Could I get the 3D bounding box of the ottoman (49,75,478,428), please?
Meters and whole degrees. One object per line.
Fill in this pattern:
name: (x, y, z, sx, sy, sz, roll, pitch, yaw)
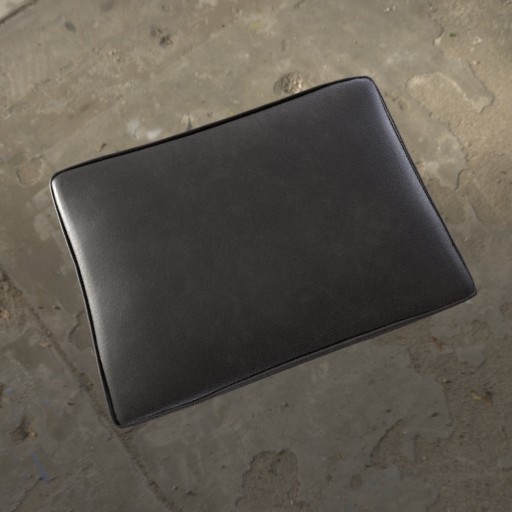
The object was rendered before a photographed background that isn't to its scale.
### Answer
ottoman: (0.000, 0.000, 1.081, 0.756, 0.445, 0.554, -19, 76, -5)
